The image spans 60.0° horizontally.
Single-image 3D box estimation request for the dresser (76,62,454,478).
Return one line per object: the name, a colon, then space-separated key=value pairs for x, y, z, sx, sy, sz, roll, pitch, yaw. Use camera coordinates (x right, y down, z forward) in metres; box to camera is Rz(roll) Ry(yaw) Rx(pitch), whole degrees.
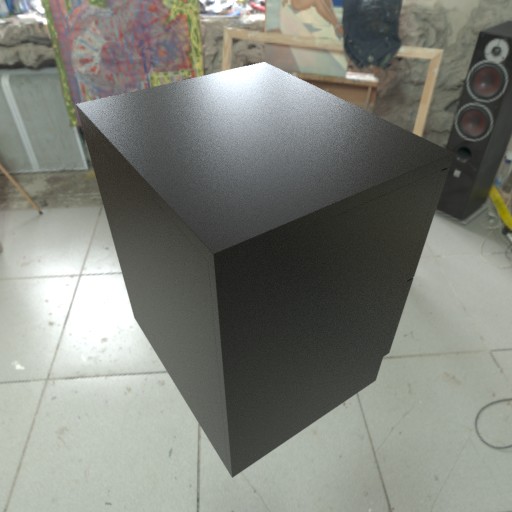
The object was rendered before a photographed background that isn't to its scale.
dresser: x=0.000 y=0.000 z=0.748 sx=0.360 sy=0.470 sz=0.400 roll=-24 pitch=47 yaw=-25
